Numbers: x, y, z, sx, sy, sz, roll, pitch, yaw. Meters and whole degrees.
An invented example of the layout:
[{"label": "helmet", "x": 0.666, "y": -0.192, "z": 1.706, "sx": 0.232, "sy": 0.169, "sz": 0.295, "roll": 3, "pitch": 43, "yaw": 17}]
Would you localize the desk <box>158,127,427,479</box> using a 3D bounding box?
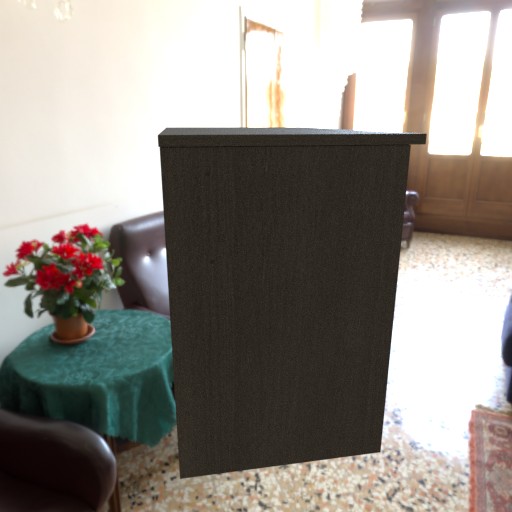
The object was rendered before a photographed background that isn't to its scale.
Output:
[{"label": "desk", "x": 0.000, "y": 0.000, "z": 1.321, "sx": 0.498, "sy": 0.724, "sz": 0.893, "roll": -3, "pitch": 17, "yaw": -10}]
